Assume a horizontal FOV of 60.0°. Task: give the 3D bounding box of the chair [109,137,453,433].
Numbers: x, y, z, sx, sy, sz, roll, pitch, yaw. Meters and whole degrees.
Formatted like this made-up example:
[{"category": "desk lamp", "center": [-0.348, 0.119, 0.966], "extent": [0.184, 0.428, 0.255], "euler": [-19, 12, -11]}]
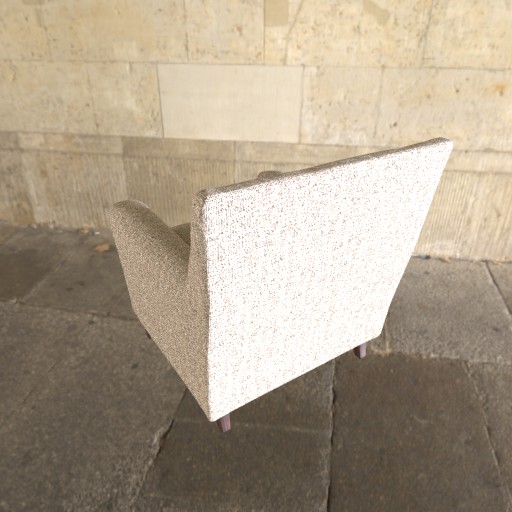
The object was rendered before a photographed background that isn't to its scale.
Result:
[{"category": "chair", "center": [0.000, 0.000, 1.652], "extent": [0.864, 0.928, 0.873], "euler": [-18, 34, -29]}]
